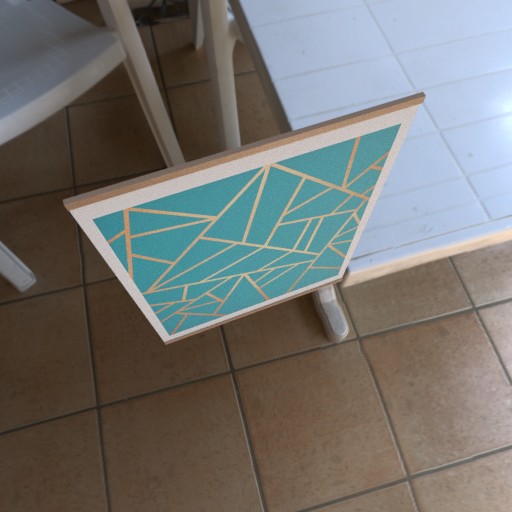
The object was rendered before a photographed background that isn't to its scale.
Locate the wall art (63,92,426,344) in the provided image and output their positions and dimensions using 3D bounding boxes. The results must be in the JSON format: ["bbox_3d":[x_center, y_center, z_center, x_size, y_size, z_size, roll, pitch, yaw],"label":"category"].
[{"bbox_3d":[0.000,0.000,1.333,0.758,1.016,0.013,-19,66,-9],"label":"wall art"}]
